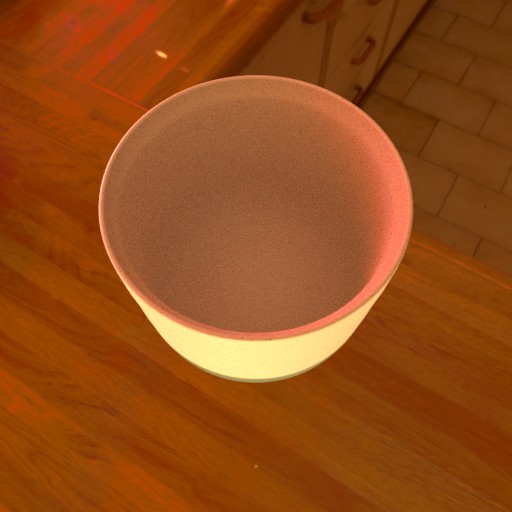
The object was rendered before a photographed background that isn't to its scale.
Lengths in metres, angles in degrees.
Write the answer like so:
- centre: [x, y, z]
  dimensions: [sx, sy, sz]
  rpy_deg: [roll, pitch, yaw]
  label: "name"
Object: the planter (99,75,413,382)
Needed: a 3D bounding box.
- centre: [0.000, 0.000, 0.499]
  dimensions: [0.268, 0.270, 0.268]
  rpy_deg: [0, 65, 0]
  label: "planter"
